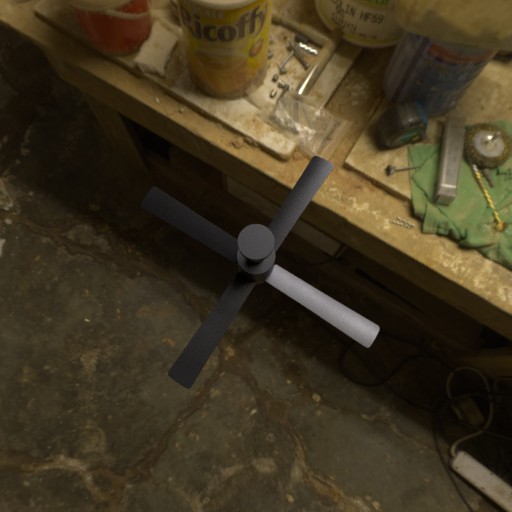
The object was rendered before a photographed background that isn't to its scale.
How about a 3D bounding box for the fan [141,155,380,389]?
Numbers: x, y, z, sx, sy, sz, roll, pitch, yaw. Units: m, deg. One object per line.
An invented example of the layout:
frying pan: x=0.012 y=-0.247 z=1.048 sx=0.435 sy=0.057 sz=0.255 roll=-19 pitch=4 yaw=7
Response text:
fan: x=0.000 y=0.000 z=2.319 sx=1.525 sy=0.534 sz=1.525 roll=32 pitch=78 yaw=8
